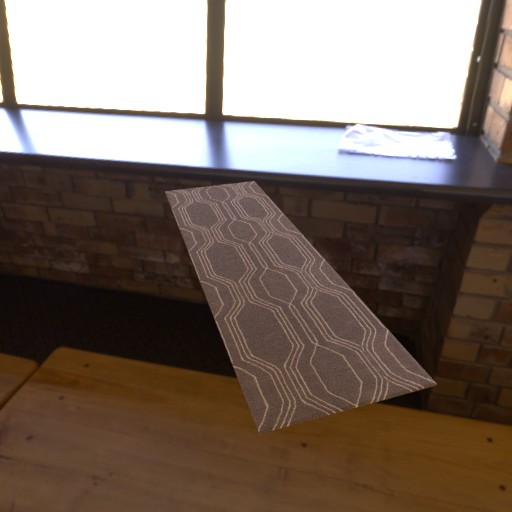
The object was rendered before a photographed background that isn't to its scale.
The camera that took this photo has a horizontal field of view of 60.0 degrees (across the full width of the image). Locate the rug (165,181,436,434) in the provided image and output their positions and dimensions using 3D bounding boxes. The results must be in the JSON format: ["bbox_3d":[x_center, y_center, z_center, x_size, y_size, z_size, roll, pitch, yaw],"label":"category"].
[{"bbox_3d":[0.000,0.000,2.737,0.773,0.012,2.464,-9,31,-15],"label":"rug"}]
